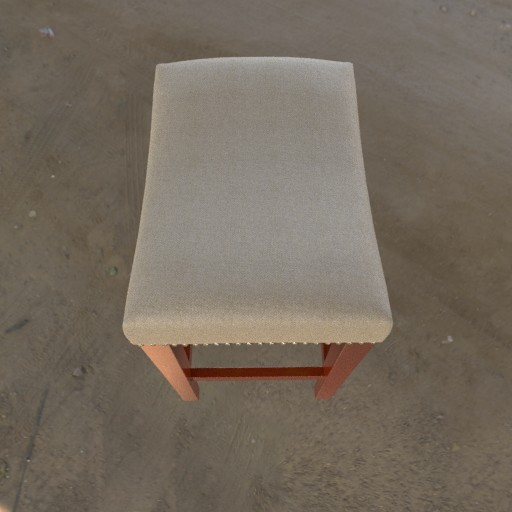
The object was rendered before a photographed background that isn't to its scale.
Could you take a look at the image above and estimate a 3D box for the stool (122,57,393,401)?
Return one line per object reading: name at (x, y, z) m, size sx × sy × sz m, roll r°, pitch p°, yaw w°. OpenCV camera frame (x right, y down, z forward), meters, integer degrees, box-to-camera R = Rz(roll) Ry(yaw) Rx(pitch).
stool at (0.000, 0.000, 0.949) m, size 0.375 × 0.632 × 0.509 m, roll -1°, pitch 63°, yaw 0°
